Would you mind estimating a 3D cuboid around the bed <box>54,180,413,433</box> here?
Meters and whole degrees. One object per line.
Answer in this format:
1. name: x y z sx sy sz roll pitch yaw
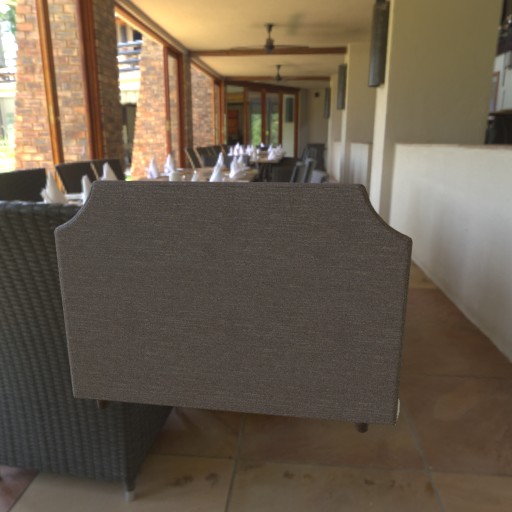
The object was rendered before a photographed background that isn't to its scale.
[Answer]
1. bed: 0.000 0.000 4.097 2.350 1.590 2.773 2 15 8
